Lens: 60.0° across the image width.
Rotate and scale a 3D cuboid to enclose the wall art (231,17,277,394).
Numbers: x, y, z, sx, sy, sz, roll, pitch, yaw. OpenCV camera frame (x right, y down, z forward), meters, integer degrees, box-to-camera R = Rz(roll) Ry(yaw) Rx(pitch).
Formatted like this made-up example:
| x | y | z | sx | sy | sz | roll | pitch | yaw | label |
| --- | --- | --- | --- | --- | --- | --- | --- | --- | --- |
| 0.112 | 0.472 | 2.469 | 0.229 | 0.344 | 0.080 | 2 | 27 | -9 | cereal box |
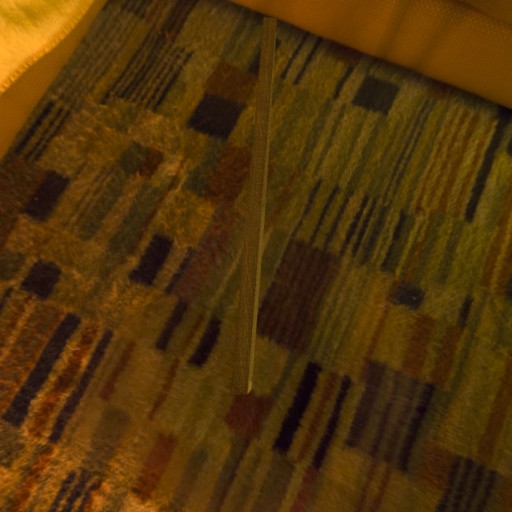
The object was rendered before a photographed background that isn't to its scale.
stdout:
| x | y | z | sx | sy | sz | roll | pitch | yaw | label |
| --- | --- | --- | --- | --- | --- | --- | --- | --- | --- |
| 0.000 | 0.000 | 1.342 | 0.035 | 1.022 | 0.781 | 4 | 74 | 1 | wall art |
